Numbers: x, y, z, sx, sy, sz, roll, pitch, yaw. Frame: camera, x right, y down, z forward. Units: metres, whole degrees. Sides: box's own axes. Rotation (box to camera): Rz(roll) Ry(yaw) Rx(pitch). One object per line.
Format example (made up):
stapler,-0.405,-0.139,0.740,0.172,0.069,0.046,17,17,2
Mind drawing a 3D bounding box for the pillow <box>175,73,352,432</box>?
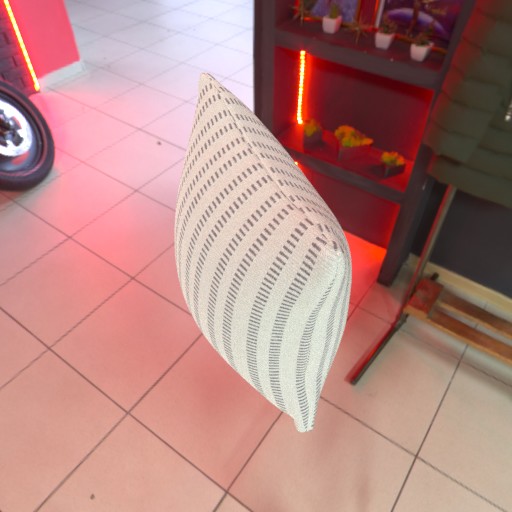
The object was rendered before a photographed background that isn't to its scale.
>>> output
pillow,0.000,0.000,0.706,0.247,0.419,0.438,-16,49,-15
